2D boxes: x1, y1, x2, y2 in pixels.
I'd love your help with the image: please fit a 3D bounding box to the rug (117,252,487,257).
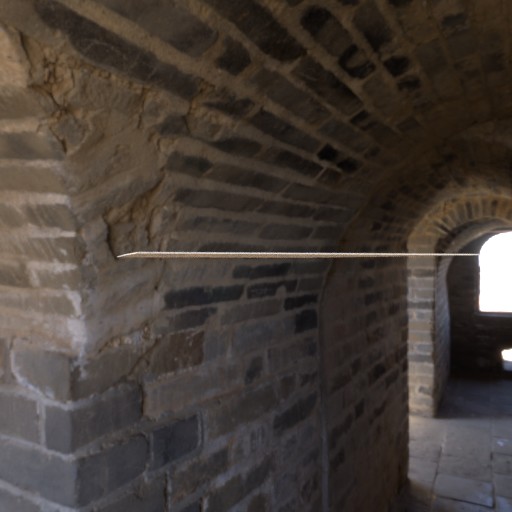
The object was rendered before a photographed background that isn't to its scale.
[{"bbox_3d":[0.000,0.000,4.091,2.380,0.008,2.977,0,-1,-19],"label":"rug"}]
